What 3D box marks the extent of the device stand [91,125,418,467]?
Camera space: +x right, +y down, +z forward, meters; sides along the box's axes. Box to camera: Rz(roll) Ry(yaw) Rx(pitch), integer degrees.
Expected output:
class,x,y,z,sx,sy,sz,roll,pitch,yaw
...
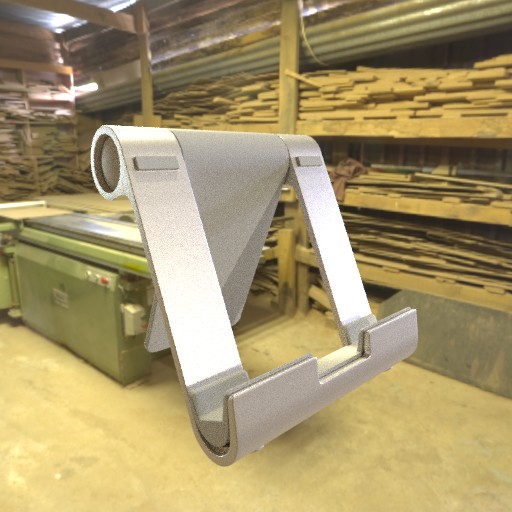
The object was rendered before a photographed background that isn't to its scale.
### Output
class,x,y,z,sx,sy,sz,roll,pitch,yaw
device stand,0.000,0.000,0.152,0.086,0.084,0.079,-12,17,-42
